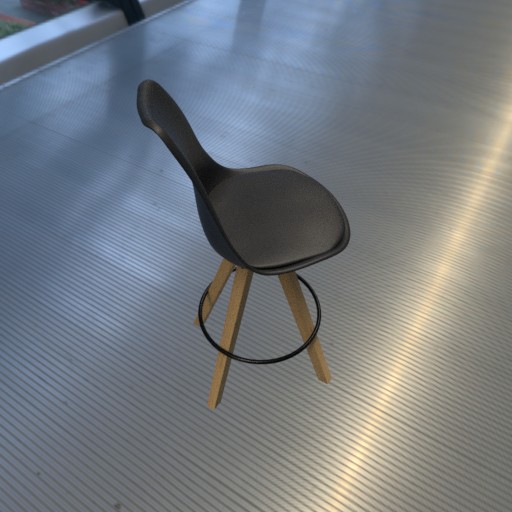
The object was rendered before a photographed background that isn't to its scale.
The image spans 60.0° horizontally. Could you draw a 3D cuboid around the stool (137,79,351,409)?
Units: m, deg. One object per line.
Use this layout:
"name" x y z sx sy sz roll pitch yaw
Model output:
"stool" 0.000 0.000 1.428 0.550 1.115 0.485 -10 47 -9
